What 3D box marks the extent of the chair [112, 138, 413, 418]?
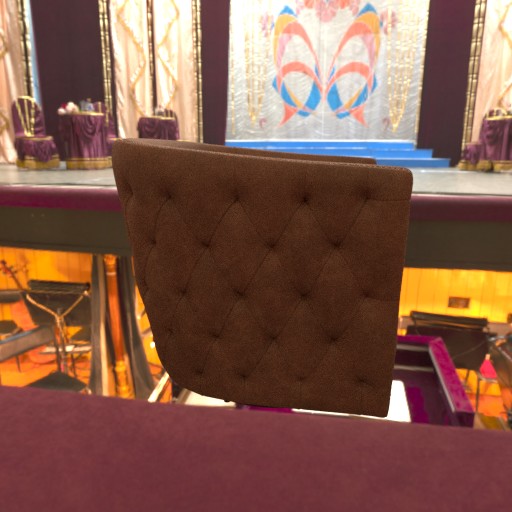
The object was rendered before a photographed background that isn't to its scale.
[{"bbox_3d":[0.000,0.000,1.536,0.870,0.790,0.850,2,14,8],"label":"chair"}]
